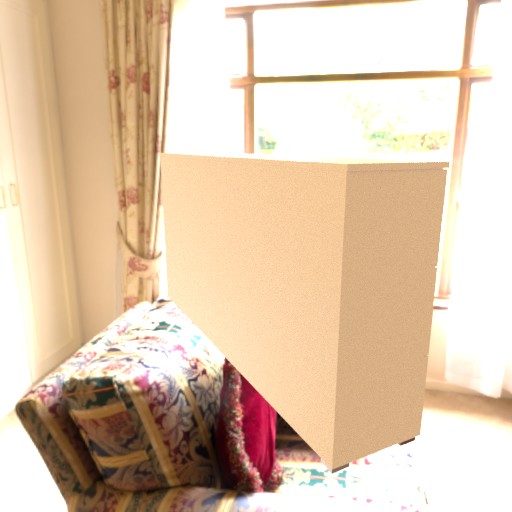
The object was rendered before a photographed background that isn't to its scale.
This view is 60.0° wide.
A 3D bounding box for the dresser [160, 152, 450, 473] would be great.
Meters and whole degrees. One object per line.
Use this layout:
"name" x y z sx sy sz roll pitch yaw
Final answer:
"dresser" 0.000 0.000 1.791 0.333 0.790 1.535 -7 16 -26
